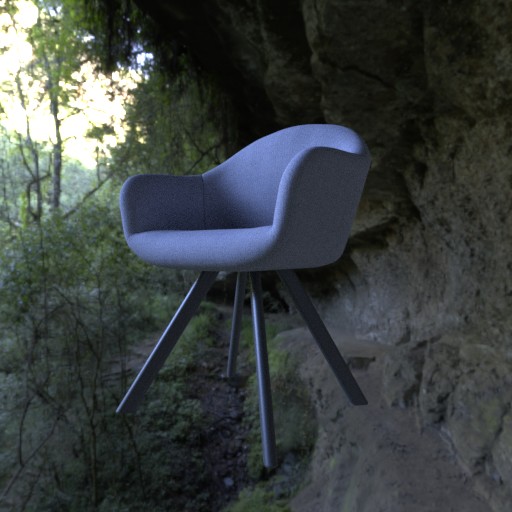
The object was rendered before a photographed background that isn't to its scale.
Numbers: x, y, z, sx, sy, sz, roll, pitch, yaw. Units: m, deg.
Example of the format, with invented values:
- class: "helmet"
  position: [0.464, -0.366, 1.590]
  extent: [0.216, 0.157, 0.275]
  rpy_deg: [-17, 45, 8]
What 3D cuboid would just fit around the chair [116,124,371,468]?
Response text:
- class: "chair"
  position: [0.000, 0.000, 1.196]
  extent: [0.590, 0.795, 0.550]
  rpy_deg: [1, 1, 37]
